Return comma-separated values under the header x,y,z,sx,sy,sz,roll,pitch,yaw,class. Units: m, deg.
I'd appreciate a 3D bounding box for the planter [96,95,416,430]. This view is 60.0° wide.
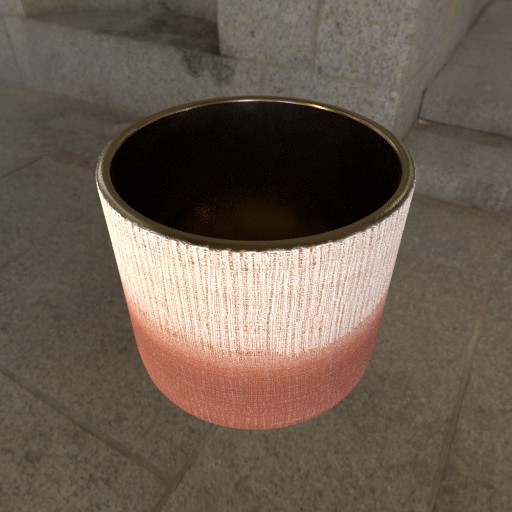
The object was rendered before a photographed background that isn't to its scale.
x,y,z,sx,sy,sz,roll,pitch,yaw,class
0.000,0.000,0.427,0.254,0.221,0.254,0,40,0,planter
